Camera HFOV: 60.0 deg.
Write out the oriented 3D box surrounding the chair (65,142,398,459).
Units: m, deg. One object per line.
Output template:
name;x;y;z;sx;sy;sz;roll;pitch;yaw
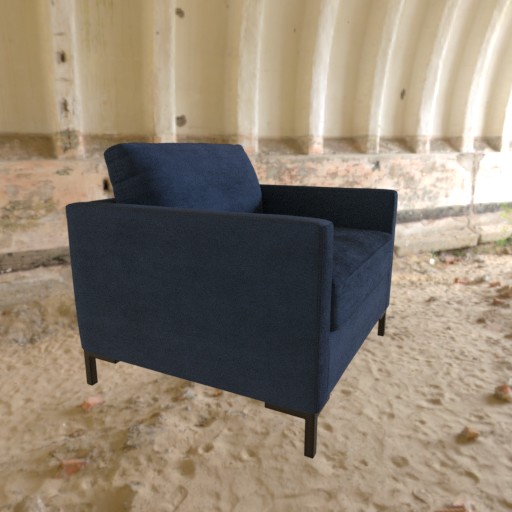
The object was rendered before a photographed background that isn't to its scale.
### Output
chair;0.000;0.000;1.633;0.875;0.812;0.964;7;15;27
